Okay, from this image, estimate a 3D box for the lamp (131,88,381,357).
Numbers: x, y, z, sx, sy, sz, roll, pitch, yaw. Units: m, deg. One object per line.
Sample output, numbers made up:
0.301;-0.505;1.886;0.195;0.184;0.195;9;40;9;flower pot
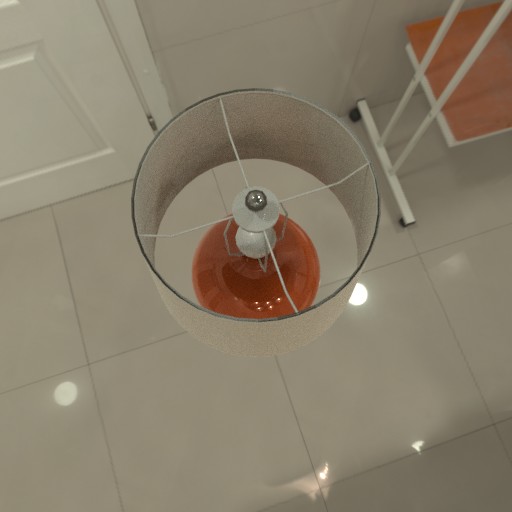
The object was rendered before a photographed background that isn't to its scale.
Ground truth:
0.000;0.000;0.551;0.247;0.387;0.247;0;75;0;lamp
